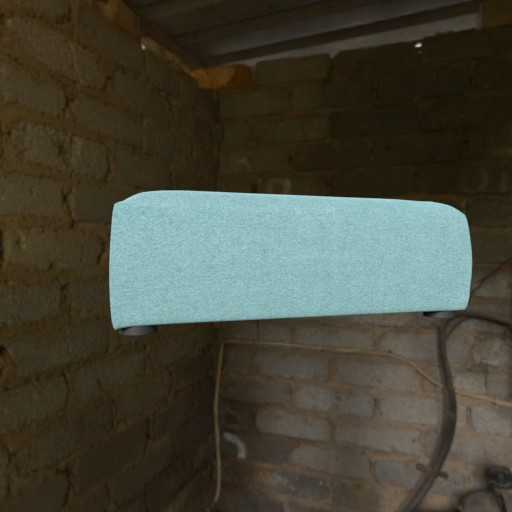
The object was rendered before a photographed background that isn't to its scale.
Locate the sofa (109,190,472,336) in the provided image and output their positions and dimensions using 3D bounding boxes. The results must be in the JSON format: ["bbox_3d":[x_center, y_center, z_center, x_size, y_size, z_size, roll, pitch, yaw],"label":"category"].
[{"bbox_3d":[0.000,0.000,1.499,0.930,0.330,0.930,0,1,-18],"label":"sofa"}]
